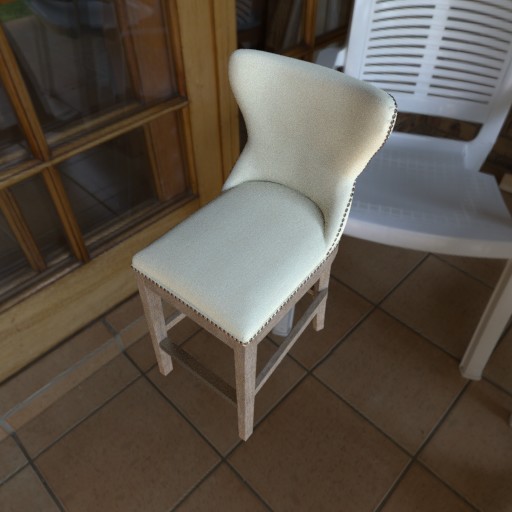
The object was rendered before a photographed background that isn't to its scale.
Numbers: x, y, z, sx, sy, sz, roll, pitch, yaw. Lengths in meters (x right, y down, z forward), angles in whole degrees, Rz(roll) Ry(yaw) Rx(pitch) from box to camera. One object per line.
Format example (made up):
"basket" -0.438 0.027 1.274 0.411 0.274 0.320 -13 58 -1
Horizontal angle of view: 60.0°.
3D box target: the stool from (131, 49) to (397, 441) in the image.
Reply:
"stool" 0.000 0.000 1.332 0.498 0.981 0.608 30 53 26
